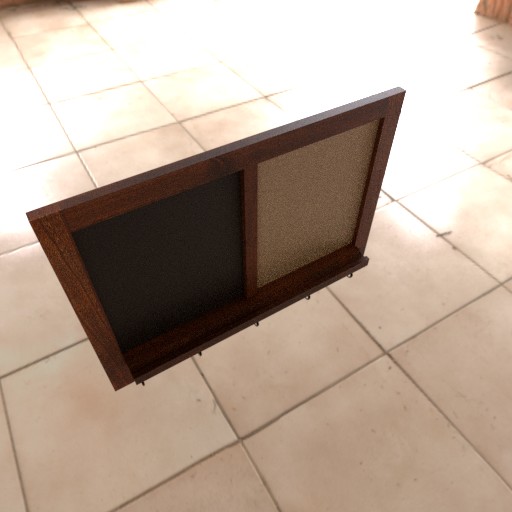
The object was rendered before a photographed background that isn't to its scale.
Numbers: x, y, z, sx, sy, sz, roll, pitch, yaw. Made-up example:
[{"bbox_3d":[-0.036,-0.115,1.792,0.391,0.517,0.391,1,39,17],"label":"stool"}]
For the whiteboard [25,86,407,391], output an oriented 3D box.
[{"bbox_3d":[0.000,0.000,0.985,0.768,0.553,0.083,-24,52,-21],"label":"whiteboard"}]
